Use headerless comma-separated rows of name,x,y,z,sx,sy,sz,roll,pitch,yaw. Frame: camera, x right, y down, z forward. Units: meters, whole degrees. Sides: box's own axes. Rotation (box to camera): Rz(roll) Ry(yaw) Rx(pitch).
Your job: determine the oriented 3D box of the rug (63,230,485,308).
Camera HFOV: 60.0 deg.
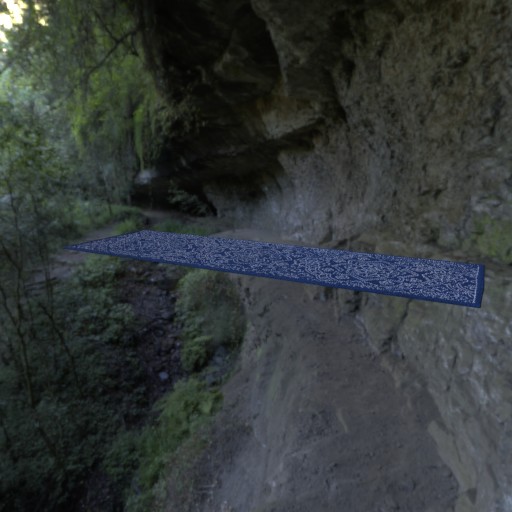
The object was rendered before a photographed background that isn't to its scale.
rug,0.000,0.000,2.655,2.448,0.012,0.769,7,15,27
